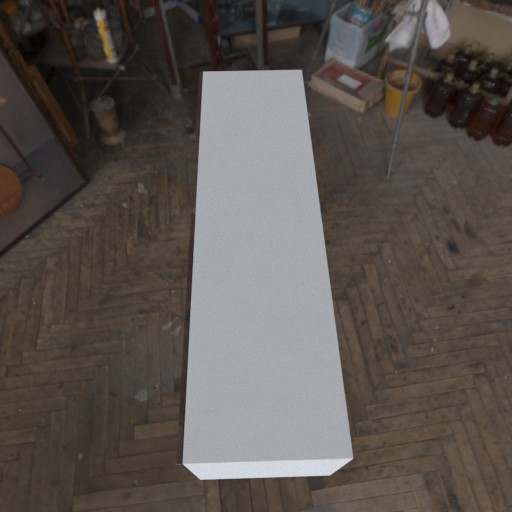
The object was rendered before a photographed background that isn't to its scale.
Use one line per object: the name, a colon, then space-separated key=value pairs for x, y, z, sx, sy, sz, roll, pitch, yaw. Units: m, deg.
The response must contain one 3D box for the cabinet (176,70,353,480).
cabinet: x=0.000 y=0.000 z=1.694 sx=0.431 sy=0.533 sz=1.499 roll=-1 pitch=58 yaw=-1
